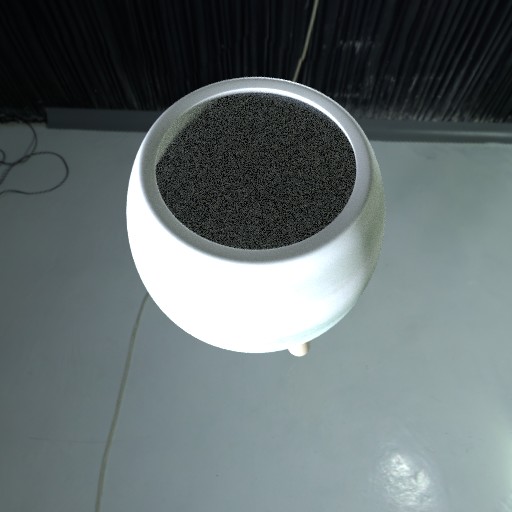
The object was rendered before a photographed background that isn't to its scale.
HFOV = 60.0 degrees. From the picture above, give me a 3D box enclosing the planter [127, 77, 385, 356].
[{"bbox_3d":[0.000,0.000,0.332,0.161,0.224,0.161,0,63,0],"label":"planter"}]
